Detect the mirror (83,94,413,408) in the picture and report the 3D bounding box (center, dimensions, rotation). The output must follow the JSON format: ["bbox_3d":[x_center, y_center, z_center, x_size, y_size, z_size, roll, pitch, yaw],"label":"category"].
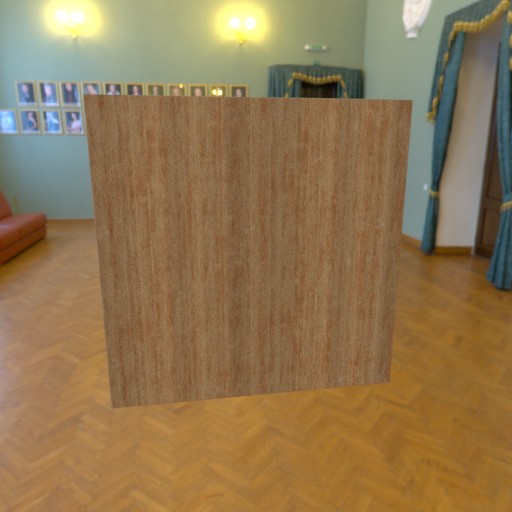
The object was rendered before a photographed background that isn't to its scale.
[{"bbox_3d":[0.000,0.000,0.967,0.651,0.651,0.047,-2,14,-9],"label":"mirror"}]
